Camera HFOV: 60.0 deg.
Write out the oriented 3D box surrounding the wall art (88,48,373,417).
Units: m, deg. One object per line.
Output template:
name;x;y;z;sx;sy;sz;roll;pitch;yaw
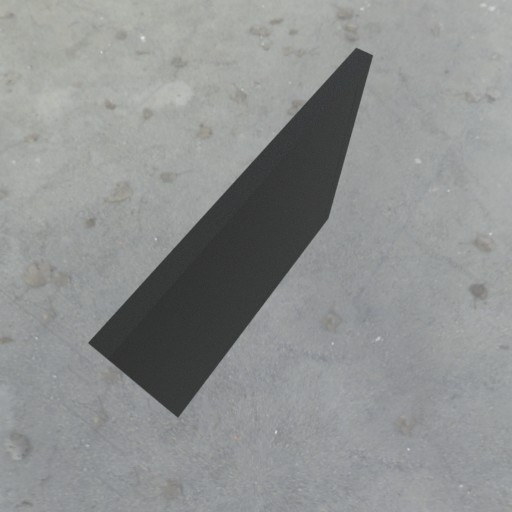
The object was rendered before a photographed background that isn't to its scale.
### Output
wall art;0.000;0.000;0.762;0.029;0.457;0.558;33;67;15
